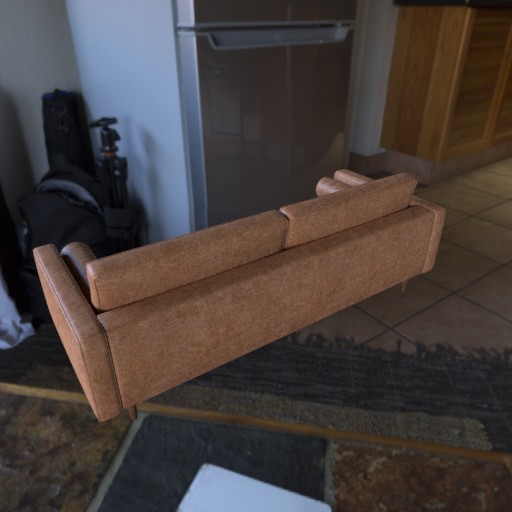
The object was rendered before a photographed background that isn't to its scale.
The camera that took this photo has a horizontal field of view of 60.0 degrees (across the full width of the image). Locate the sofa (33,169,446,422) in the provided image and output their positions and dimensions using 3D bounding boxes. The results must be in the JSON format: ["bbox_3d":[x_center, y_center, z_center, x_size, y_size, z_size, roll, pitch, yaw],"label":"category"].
[{"bbox_3d":[0.000,0.000,2.567,2.200,0.770,0.919,-19,35,-29],"label":"sofa"}]
